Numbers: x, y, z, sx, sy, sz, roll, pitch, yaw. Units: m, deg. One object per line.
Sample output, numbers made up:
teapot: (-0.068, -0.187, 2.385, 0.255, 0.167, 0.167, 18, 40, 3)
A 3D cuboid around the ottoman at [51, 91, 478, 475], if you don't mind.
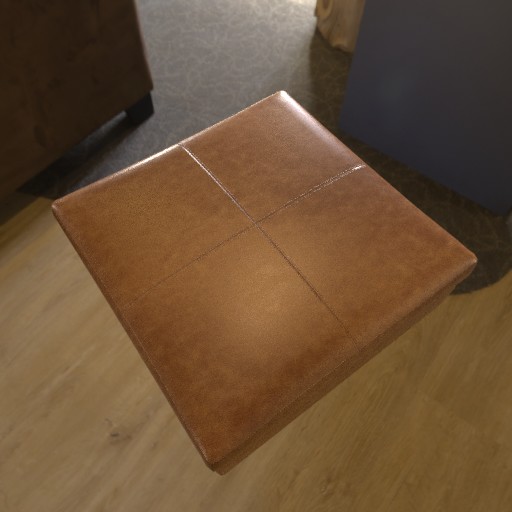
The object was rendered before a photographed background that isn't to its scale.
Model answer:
ottoman: (0.000, 0.000, 1.809, 1.168, 0.483, 1.169, -32, 64, -18)
